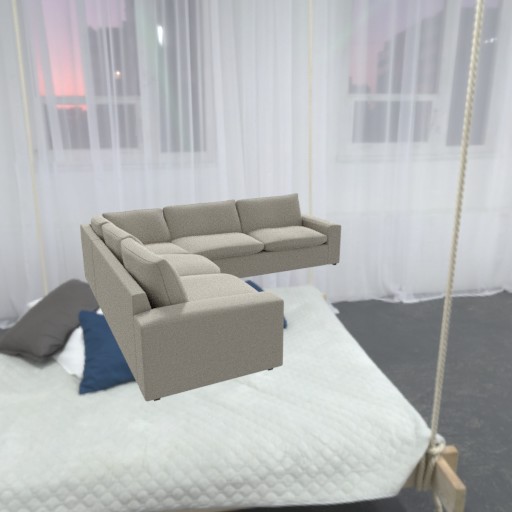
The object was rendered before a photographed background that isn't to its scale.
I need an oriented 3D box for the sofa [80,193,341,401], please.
[{"bbox_3d":[0.000,0.000,4.796,3.206,0.918,3.066,-8,17,-27],"label":"sofa"}]
